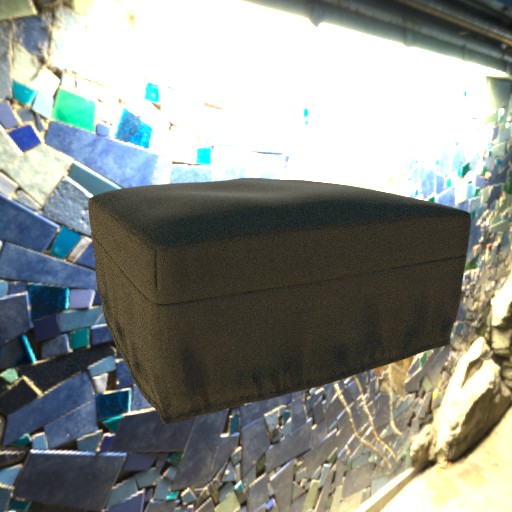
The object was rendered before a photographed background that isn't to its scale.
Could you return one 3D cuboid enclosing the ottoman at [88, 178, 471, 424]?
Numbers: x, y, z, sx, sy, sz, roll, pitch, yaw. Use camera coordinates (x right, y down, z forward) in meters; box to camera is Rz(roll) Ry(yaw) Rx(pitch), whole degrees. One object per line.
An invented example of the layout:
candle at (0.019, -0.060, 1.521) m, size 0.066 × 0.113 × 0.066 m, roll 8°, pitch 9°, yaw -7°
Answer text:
ottoman at (0.000, 0.000, 1.327) m, size 0.843 × 0.436 × 0.840 m, roll -7°, pitch 16°, yaw -27°
